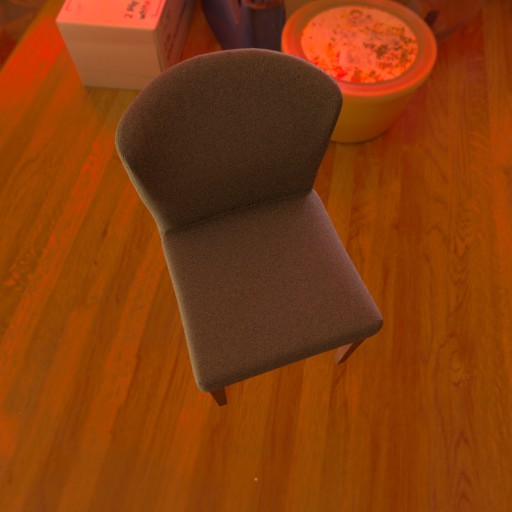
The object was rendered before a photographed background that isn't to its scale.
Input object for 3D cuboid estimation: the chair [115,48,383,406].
[{"bbox_3d":[0.000,0.000,1.184,0.491,0.839,0.592,-17,65,-8],"label":"chair"}]
